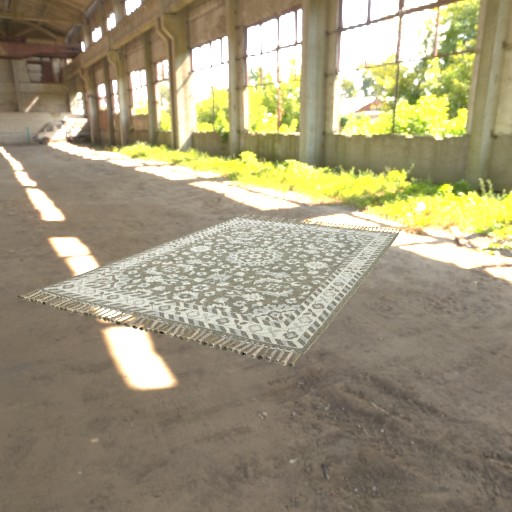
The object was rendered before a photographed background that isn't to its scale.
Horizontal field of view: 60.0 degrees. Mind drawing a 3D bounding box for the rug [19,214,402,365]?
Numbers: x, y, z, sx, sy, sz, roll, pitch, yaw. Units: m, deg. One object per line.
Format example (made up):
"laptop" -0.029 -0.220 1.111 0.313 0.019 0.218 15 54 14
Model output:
"rug" 0.000 0.000 2.978 1.530 0.025 2.431 8 18 25
